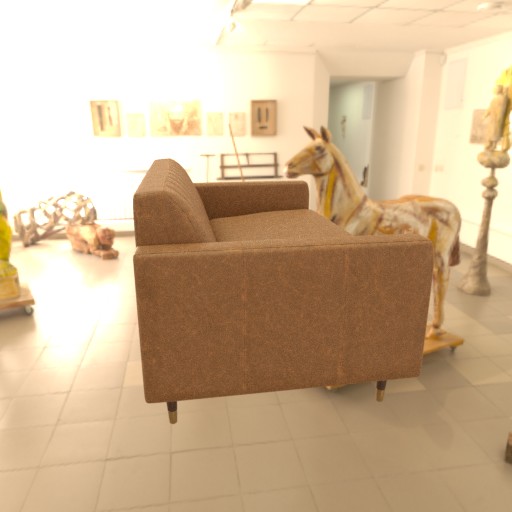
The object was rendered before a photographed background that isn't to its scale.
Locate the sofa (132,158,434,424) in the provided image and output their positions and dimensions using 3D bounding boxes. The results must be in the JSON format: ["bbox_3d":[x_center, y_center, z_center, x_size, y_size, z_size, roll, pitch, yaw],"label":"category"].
[{"bbox_3d":[0.000,0.000,2.090,0.960,0.820,1.549,-3,17,-9],"label":"sofa"}]
